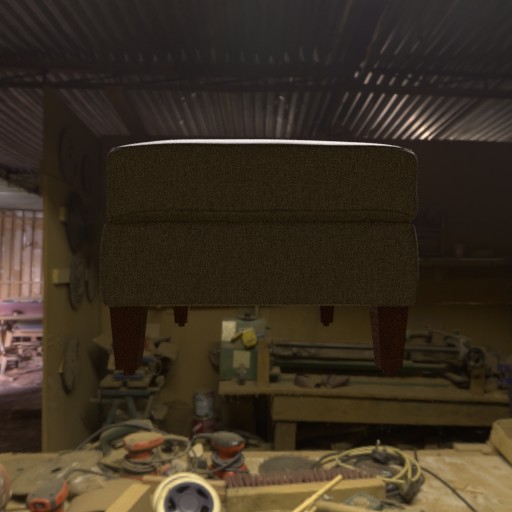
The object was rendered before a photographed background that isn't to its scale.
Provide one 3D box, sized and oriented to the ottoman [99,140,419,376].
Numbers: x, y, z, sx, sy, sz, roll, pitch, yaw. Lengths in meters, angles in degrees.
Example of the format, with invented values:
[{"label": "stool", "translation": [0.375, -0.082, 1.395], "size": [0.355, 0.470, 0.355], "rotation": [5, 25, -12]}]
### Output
[{"label": "ottoman", "translation": [0.000, 0.000, 1.257], "size": [0.639, 0.494, 0.873], "rotation": [0, -1, -1]}]
